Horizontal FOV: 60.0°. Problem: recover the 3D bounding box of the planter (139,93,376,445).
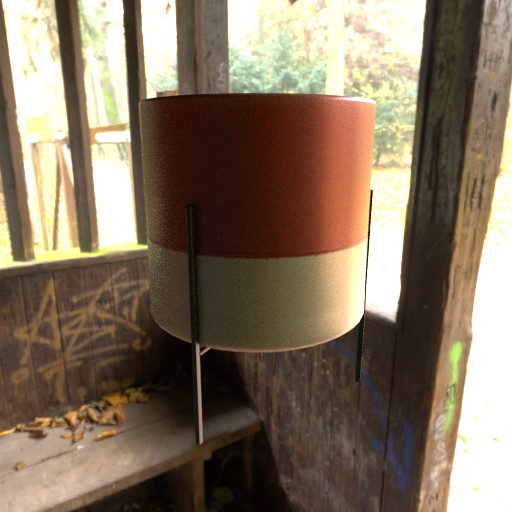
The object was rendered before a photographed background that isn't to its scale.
[{"bbox_3d":[0.000,0.000,0.712,0.345,0.465,0.354,8,17,27],"label":"planter"}]
